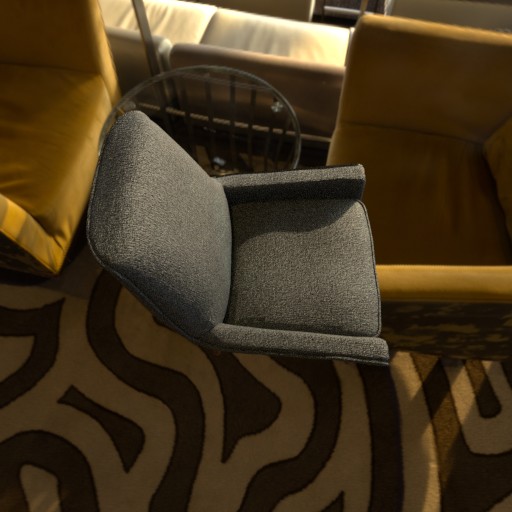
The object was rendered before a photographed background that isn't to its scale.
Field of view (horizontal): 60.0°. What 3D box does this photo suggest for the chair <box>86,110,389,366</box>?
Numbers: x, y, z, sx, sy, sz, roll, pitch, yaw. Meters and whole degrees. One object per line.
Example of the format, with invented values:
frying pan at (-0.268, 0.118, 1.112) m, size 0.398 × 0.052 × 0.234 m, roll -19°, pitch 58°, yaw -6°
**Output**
chair at (0.000, 0.000, 1.532) m, size 0.859 × 0.883 × 0.763 m, roll 0°, pitch 63°, yaw 0°
